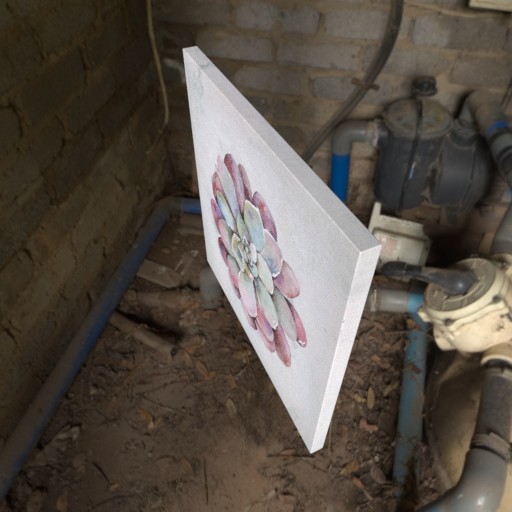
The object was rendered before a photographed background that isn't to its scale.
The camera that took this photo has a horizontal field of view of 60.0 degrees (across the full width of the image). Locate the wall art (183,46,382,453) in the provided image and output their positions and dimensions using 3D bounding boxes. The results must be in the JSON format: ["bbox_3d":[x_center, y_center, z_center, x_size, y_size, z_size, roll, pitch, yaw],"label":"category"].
[{"bbox_3d":[0.000,0.000,1.126,0.041,0.762,0.762,-19,49,-17],"label":"wall art"}]
